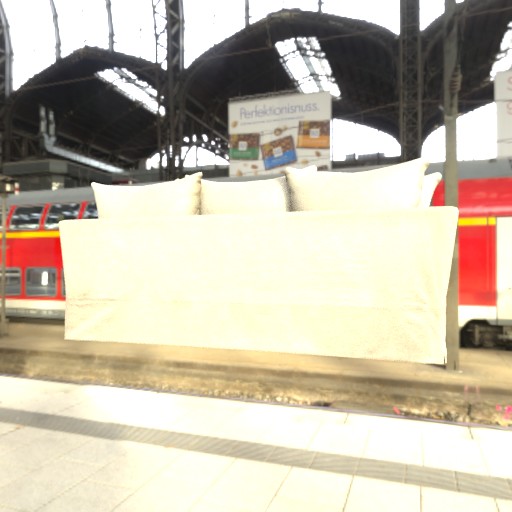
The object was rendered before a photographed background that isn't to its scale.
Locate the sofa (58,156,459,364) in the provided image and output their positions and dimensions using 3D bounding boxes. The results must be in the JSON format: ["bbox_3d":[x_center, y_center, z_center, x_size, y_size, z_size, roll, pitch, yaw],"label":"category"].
[{"bbox_3d":[0.000,0.000,2.861,2.290,1.034,1.031,0,-1,18],"label":"sofa"}]
